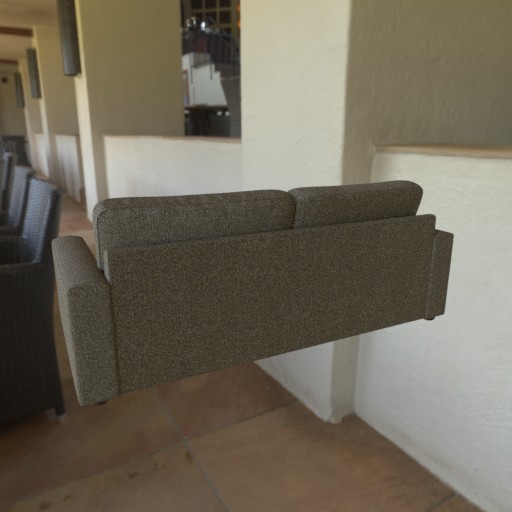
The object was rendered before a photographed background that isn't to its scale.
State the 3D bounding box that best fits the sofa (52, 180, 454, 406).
[{"bbox_3d":[0.000,0.000,2.661,2.179,0.873,1.016,-8,17,-26],"label":"sofa"}]
